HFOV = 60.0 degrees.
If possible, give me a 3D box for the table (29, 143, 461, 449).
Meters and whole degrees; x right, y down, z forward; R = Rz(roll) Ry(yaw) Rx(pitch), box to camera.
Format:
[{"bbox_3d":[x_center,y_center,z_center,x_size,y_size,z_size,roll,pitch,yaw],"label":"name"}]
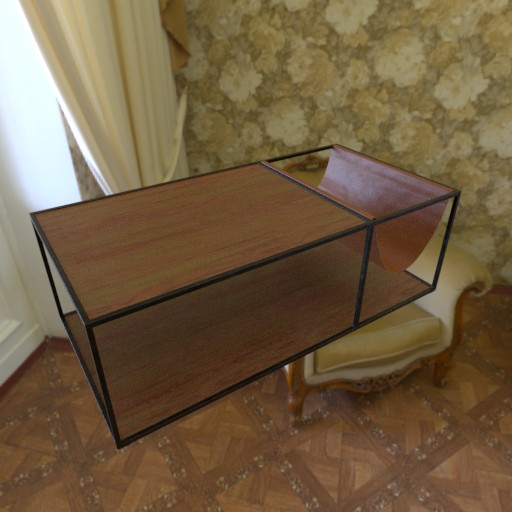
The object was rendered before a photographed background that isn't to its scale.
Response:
[{"bbox_3d":[0.000,0.000,1.469,1.199,0.403,0.597,-19,36,-28],"label":"table"}]
